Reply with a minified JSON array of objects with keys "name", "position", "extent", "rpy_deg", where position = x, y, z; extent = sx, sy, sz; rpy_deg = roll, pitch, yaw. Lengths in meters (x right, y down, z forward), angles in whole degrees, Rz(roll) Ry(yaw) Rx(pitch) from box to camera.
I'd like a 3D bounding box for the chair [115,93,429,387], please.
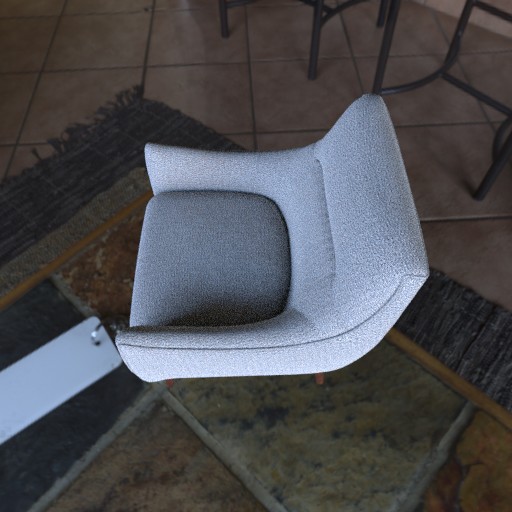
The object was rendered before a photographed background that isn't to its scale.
[{"name":"chair","position":[0.000,0.000,1.460],"extent":[0.787,0.838,0.762],"rpy_deg":[-1,58,-1]}]
